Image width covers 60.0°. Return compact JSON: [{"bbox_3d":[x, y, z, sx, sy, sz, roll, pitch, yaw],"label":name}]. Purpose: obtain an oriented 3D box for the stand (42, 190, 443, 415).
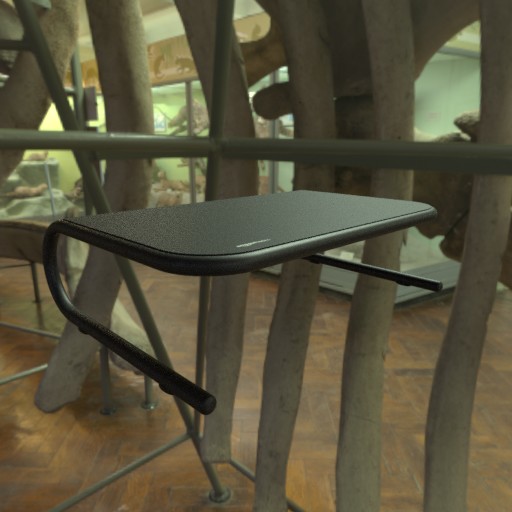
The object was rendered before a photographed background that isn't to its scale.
[{"bbox_3d":[0.000,0.000,0.501,0.370,0.108,0.280,-14,20,-42],"label":"stand"}]
